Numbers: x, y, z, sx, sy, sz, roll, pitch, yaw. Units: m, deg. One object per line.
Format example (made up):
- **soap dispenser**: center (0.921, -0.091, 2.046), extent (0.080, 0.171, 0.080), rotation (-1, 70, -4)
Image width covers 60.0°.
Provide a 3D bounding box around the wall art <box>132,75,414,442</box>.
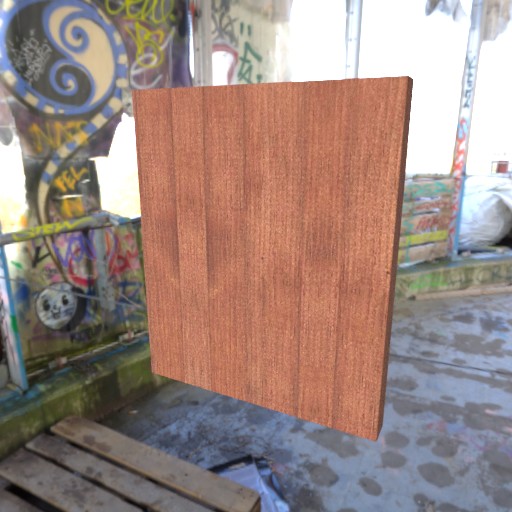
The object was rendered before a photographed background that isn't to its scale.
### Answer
- **wall art**: center (0.000, 0.000, 0.622), extent (0.377, 0.449, 0.039), rotation (8, 18, 26)
